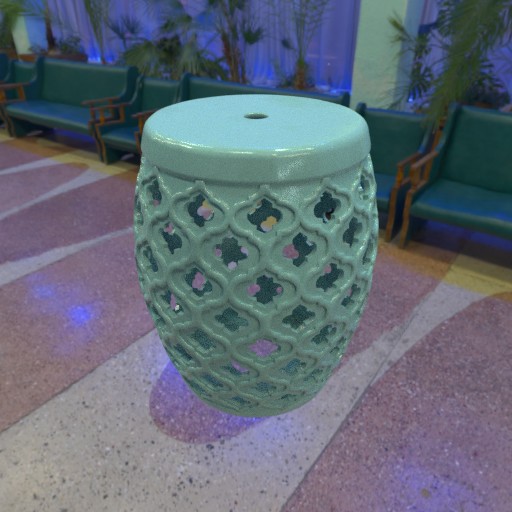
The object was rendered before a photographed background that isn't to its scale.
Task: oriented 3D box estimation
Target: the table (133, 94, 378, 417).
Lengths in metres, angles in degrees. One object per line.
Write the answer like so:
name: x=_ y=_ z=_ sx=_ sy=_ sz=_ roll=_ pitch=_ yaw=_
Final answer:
table: x=0.000 y=0.000 z=0.624 sx=0.325 sy=0.388 sz=0.325 roll=0 pitch=31 yaw=0
